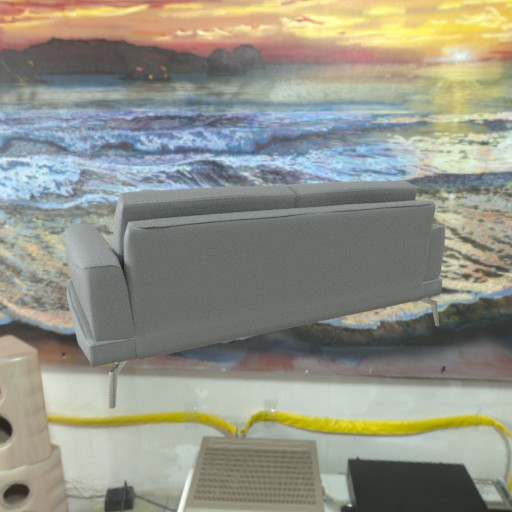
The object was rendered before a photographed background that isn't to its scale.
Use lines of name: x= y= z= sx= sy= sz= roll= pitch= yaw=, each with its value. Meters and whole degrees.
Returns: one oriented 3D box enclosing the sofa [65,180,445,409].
sofa: x=0.000 y=0.000 z=2.747 sx=2.177 sy=0.930 sz=1.121 roll=-7 pitch=15 yaw=-26
